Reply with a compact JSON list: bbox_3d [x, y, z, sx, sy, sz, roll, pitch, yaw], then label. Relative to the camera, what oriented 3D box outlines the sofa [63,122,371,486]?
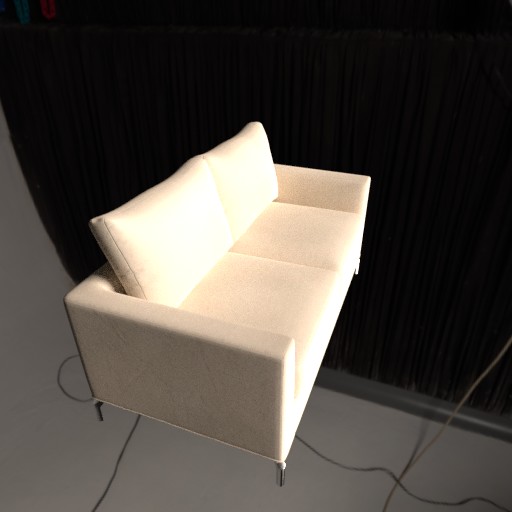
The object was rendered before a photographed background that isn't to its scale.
[{"bbox_3d":[0.000,0.000,2.303,0.906,0.995,1.739,11,32,18],"label":"sofa"}]
